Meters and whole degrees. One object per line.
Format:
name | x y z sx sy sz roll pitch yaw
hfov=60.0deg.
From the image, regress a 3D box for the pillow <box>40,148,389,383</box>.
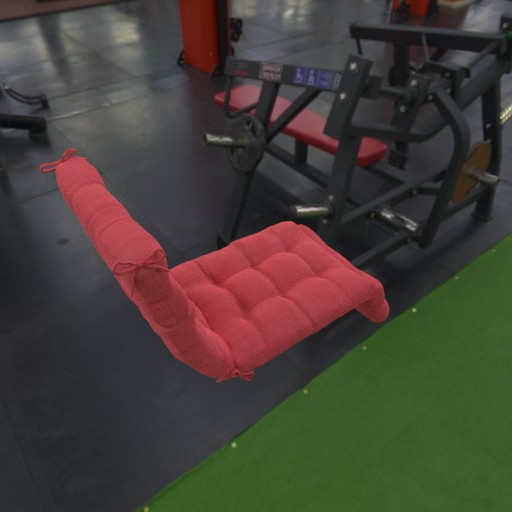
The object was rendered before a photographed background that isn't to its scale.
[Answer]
pillow | 0.000 0.000 1.469 1.016 0.863 0.526 -26 48 -26
